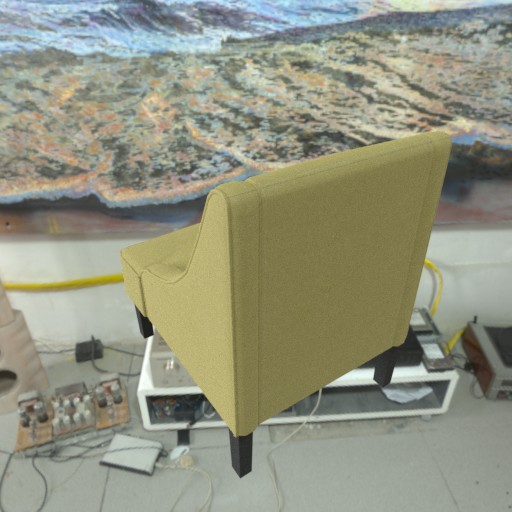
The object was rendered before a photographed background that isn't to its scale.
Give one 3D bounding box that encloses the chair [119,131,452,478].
[{"bbox_3d":[0.000,0.000,1.471,0.696,0.896,0.814,-20,37,-29],"label":"chair"}]
